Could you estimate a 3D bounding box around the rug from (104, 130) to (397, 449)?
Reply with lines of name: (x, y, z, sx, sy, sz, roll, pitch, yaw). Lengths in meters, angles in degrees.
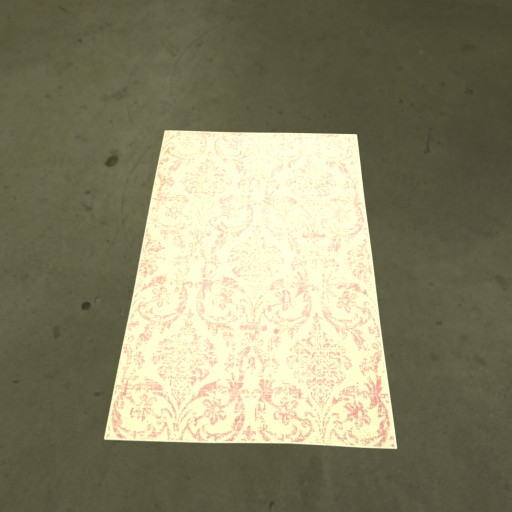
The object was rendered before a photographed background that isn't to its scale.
rug: (0.000, 0.000, 3.465, 1.819, 0.018, 2.746, 1, 58, 1)
